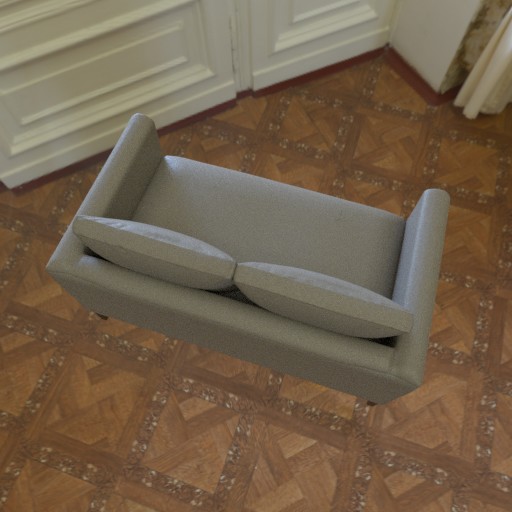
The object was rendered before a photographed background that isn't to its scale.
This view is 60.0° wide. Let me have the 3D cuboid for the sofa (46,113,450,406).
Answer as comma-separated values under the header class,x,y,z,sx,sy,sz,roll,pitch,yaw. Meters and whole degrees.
class,x,y,z,sx,sy,sz,roll,pitch,yaw
sofa,0.000,0.000,2.145,1.598,0.873,0.899,16,66,8
